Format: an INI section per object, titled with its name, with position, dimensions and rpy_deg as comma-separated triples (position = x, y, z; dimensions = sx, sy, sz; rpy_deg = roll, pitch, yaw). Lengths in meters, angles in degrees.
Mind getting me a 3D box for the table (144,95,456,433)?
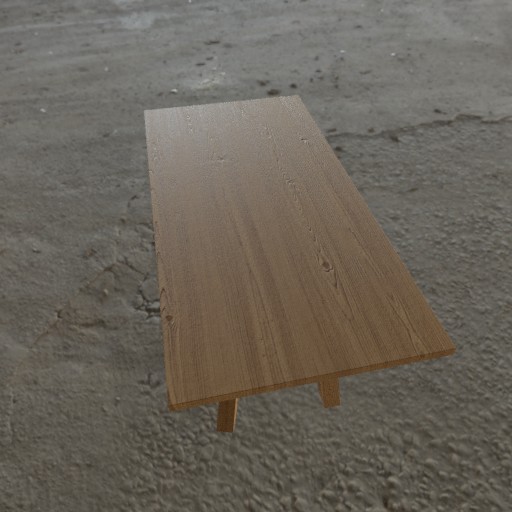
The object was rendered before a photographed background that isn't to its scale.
[table]
position = 0.000, 0.000, 2.210
dimensions = 0.901, 0.750, 1.797
rpy_deg = -9, 46, -9
